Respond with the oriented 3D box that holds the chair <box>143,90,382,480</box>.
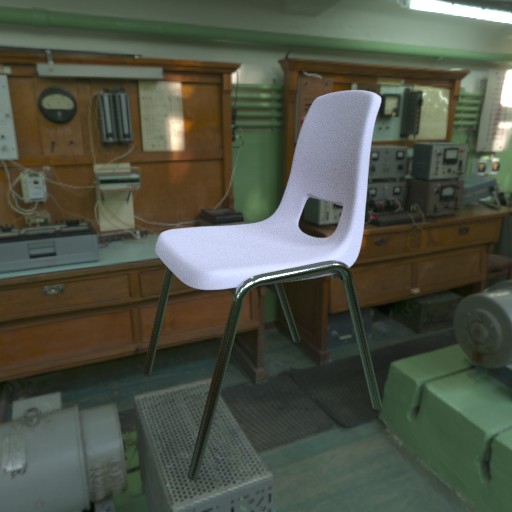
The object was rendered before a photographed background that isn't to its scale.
[{"bbox_3d":[0.000,0.000,0.917,0.436,0.653,0.381,-8,19,-25],"label":"chair"}]
